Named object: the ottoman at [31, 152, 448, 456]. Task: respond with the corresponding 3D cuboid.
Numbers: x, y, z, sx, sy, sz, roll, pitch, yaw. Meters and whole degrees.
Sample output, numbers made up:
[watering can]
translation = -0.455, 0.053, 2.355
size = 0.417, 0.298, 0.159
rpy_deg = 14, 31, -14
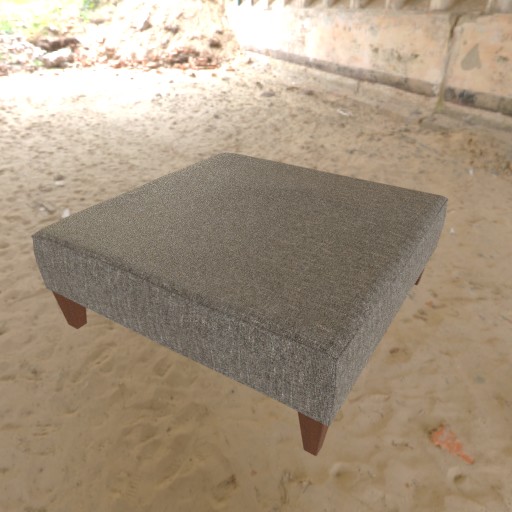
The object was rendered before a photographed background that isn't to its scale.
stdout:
[ottoman]
translation = 0.000, 0.000, 1.513
size = 1.016, 0.379, 0.981
rpy_deg = 18, 35, 28
